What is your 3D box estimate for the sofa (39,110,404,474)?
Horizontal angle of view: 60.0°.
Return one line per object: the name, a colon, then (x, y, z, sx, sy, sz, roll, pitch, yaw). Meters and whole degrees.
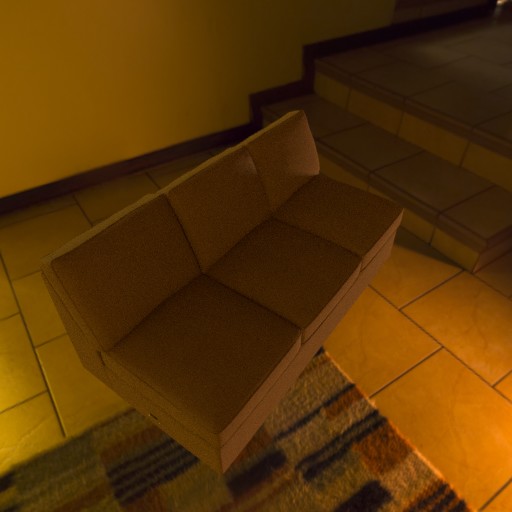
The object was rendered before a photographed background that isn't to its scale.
sofa: (0.000, 0.000, 2.728, 1.127, 1.036, 2.092, 26, 48, 26)
